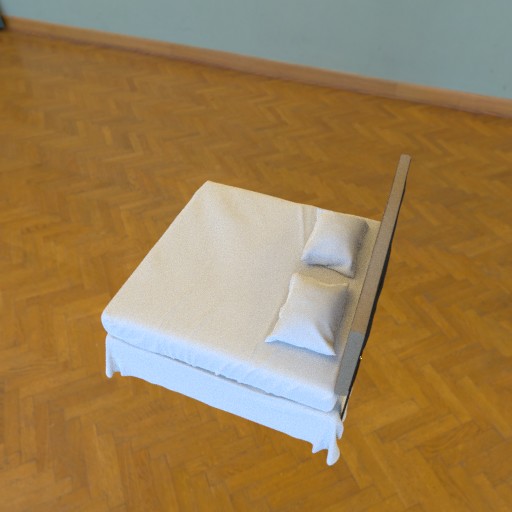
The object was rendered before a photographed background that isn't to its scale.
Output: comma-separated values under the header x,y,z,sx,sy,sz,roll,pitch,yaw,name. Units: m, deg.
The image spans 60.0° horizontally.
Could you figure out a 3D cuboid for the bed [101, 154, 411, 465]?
x,y,z,sx,sy,sz,roll,pitch,yaw,name
0.000,0.000,3.834,2.222,1.651,2.311,15,47,15,bed
